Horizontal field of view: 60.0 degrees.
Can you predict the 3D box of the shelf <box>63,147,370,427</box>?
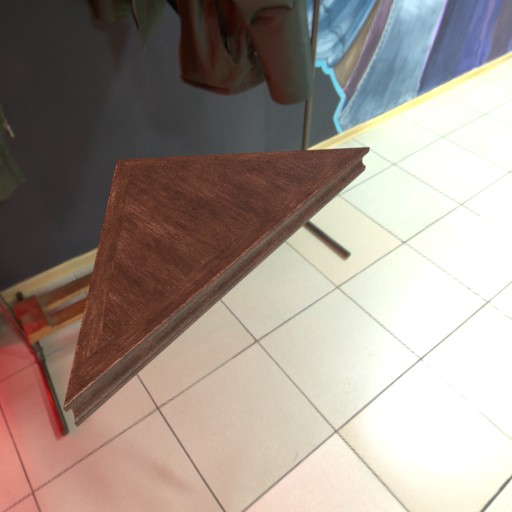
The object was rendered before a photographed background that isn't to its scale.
[{"bbox_3d":[0.000,0.000,0.430,0.296,0.035,0.296,-4,48,-3],"label":"shelf"}]
